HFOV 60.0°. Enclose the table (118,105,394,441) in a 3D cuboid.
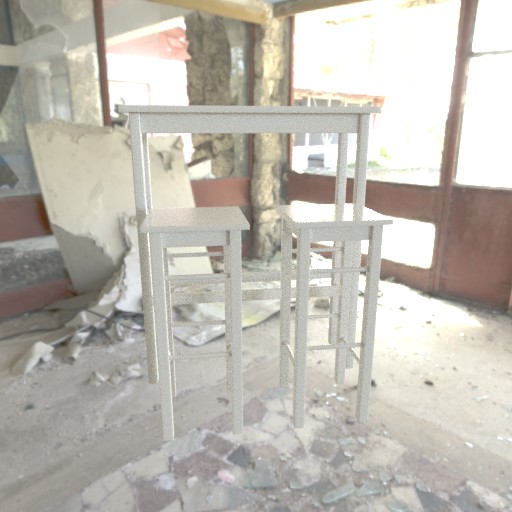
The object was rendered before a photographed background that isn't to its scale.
[{"bbox_3d":[0.000,0.000,1.656,0.915,1.065,0.650,-2,16,-8],"label":"table"}]
